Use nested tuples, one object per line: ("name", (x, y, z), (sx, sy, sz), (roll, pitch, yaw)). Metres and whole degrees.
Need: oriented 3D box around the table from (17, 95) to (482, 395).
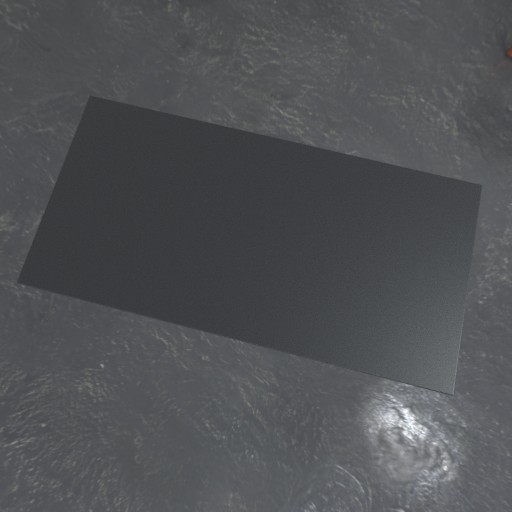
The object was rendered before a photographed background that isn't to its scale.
("table", (0.000, 0.000, 1.312), (1.044, 0.470, 0.523), (14, 76, 3))
